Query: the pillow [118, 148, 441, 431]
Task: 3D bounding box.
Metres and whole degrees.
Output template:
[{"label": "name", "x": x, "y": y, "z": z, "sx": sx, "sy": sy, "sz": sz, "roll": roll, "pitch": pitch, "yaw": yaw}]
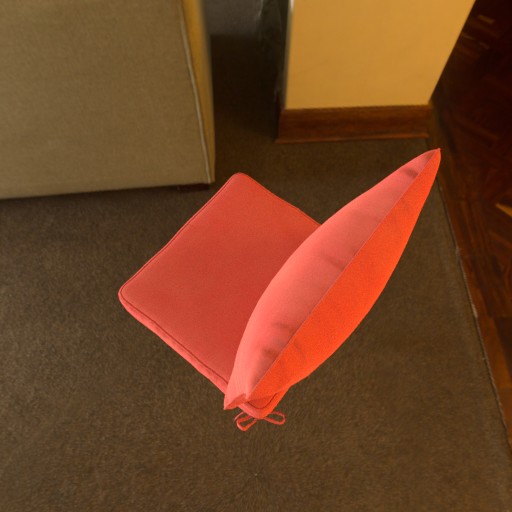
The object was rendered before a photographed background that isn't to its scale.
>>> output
[{"label": "pillow", "x": 0.000, "y": 0.000, "z": 1.359, "sx": 0.733, "sy": 0.725, "sz": 0.798, "roll": 35, "pitch": 69, "yaw": 16}]
